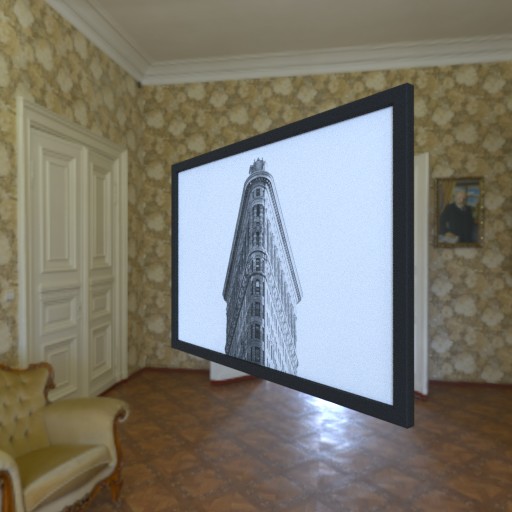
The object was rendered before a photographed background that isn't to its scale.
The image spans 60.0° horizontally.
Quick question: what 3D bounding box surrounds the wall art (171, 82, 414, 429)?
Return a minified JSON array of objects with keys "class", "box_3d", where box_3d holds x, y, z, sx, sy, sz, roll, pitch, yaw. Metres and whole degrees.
[{"class":"wall art","box_3d":[0.000,0.000,1.230,0.049,0.659,0.964,0,0,-37]}]
